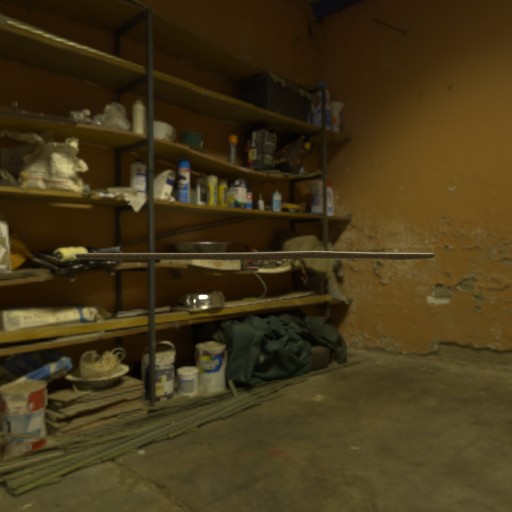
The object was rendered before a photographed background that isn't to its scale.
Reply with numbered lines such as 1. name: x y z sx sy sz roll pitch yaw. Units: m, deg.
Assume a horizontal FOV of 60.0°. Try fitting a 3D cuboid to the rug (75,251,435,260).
1. rug: 0.000 0.000 3.109 1.553 0.053 2.430 0 0 1
